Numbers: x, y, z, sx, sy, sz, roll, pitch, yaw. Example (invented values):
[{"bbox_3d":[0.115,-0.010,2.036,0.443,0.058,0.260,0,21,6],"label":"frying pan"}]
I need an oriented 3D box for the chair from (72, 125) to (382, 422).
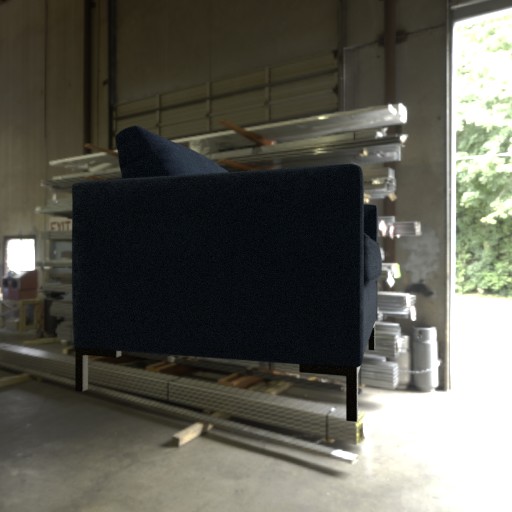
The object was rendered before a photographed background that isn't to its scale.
[{"bbox_3d":[0.000,0.000,1.628,0.875,0.812,0.964,0,0,18],"label":"chair"}]
